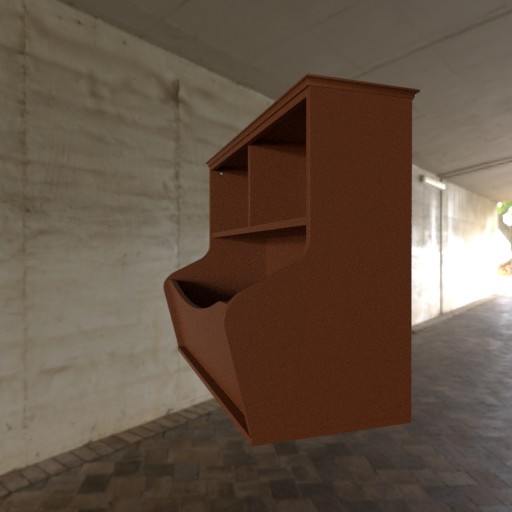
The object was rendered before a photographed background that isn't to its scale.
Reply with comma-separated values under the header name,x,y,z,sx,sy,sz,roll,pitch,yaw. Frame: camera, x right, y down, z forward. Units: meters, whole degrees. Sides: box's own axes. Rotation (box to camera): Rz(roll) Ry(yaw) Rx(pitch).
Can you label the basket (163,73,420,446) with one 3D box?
name,x,y,z,sx,sy,sz,roll,pitch,yaw
basket,0.000,0.000,1.142,0.376,0.625,0.792,0,0,-19
